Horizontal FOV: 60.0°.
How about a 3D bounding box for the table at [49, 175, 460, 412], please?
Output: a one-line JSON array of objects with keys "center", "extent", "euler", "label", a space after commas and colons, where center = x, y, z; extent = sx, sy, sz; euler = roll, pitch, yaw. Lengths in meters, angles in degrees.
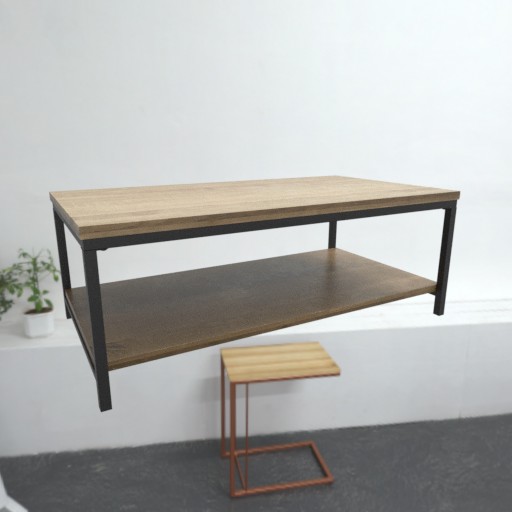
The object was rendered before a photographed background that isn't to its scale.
[{"center": [0.000, 0.000, 1.352], "extent": [1.062, 0.393, 0.574], "euler": [-8, 18, -28], "label": "table"}]
